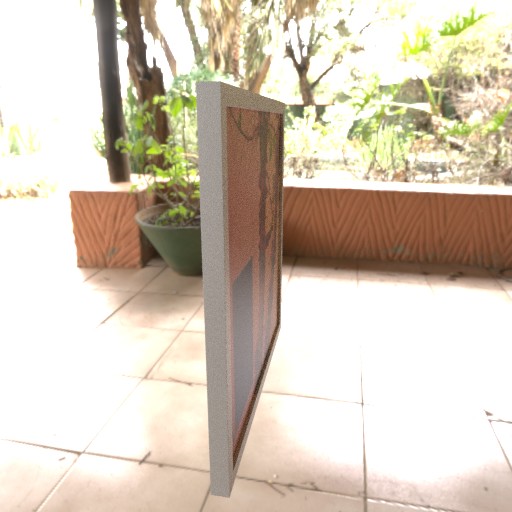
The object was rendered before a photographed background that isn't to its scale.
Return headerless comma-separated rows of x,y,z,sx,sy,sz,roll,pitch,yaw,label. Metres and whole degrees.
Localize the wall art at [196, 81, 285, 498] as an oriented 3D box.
0.000,0.000,1.120,0.038,0.762,0.762,3,17,10,wall art
